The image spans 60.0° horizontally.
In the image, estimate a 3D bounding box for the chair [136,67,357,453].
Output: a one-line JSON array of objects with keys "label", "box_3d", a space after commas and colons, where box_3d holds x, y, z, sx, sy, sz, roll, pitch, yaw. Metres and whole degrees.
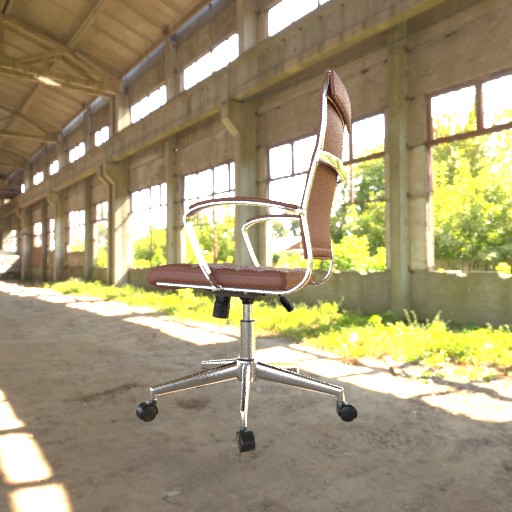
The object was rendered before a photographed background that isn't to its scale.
[{"label": "chair", "box_3d": [0.000, 0.000, 1.653, 0.739, 1.149, 0.766, 0, -1, 18]}]
